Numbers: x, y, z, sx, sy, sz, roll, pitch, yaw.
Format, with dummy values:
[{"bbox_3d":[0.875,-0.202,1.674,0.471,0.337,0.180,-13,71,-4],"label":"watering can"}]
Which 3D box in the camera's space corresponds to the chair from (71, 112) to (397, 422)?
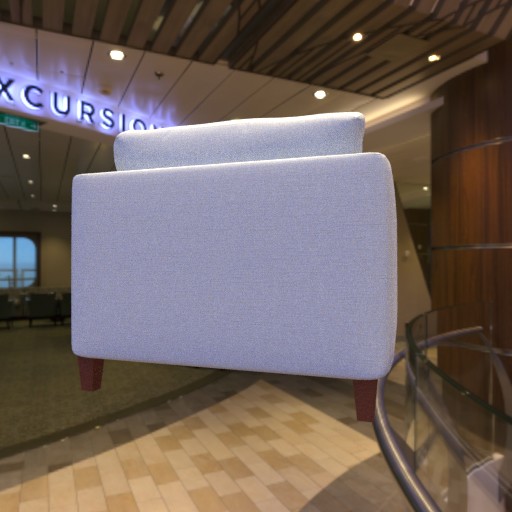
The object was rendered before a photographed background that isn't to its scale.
[{"bbox_3d":[0.000,0.000,1.830,1.107,0.961,0.953,0,-1,18],"label":"chair"}]
